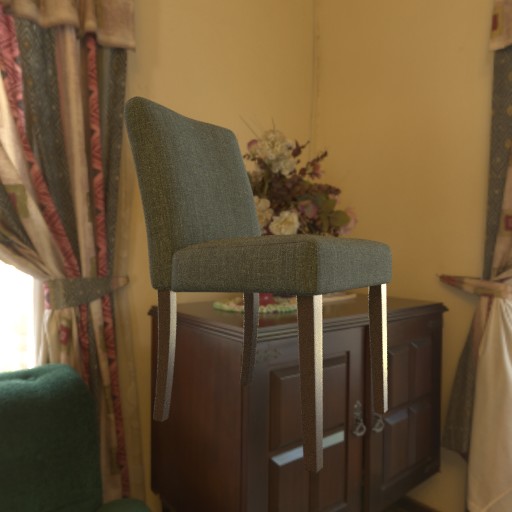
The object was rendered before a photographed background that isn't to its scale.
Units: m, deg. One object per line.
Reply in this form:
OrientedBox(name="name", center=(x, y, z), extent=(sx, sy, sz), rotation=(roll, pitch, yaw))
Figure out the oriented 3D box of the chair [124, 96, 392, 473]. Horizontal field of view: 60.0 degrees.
OrientedBox(name="chair", center=(0.000, 0.000, 1.248), extent=(0.629, 0.884, 0.487), rotation=(0, 0, 35))
